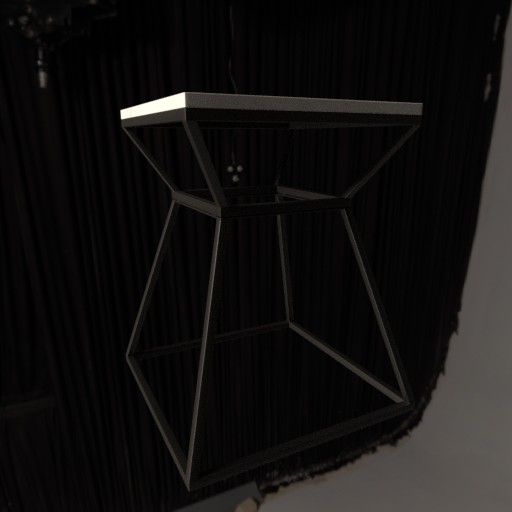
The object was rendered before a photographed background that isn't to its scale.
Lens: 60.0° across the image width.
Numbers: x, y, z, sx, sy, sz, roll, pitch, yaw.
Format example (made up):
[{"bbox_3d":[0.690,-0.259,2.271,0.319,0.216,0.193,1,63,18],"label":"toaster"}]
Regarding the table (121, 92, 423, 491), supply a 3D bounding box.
[{"bbox_3d":[0.000,0.000,0.877,0.455,0.559,0.455,-7,17,-26],"label":"table"}]
